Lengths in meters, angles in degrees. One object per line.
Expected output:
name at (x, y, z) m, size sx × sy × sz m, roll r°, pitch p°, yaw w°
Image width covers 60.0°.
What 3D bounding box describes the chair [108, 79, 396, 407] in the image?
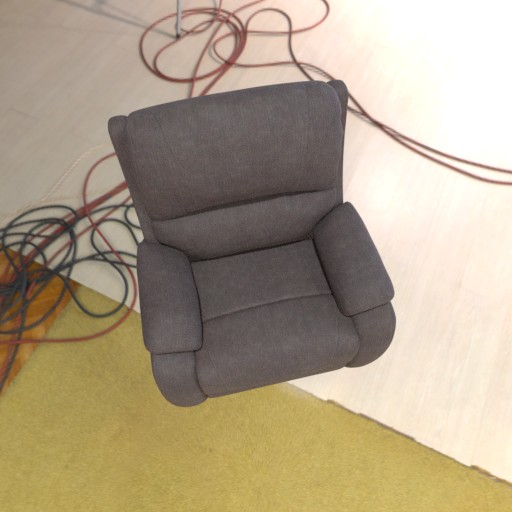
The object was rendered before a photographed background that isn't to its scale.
chair at (0.000, 0.000, 1.744) m, size 0.930 × 1.011 × 0.899 m, roll -12°, pitch 63°, yaw -6°
